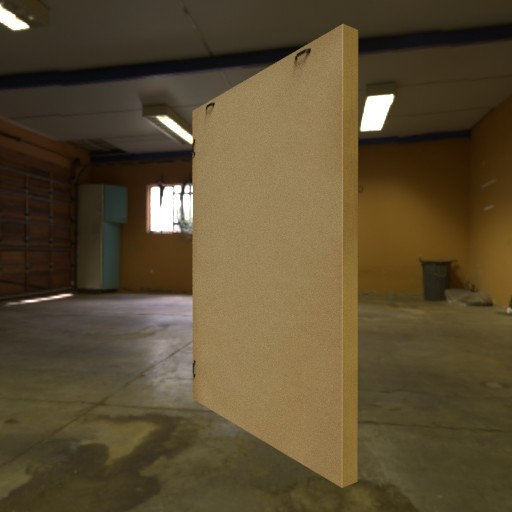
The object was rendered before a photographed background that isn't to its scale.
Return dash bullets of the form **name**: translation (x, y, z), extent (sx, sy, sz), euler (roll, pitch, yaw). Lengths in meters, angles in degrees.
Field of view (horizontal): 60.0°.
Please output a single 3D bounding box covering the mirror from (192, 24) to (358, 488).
- **mirror**: translation (0.000, 0.000, 0.894), extent (0.039, 0.710, 0.507), euler (0, 0, -35)
